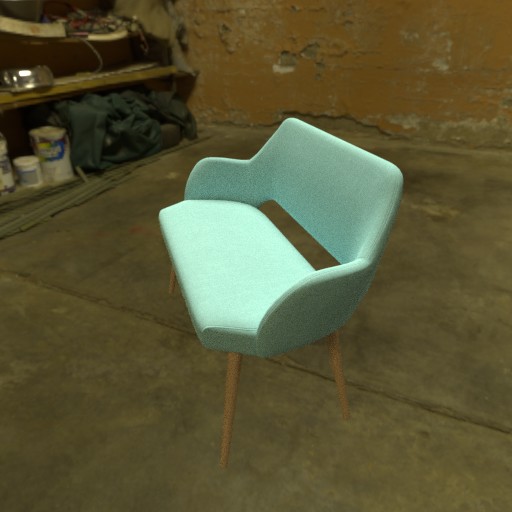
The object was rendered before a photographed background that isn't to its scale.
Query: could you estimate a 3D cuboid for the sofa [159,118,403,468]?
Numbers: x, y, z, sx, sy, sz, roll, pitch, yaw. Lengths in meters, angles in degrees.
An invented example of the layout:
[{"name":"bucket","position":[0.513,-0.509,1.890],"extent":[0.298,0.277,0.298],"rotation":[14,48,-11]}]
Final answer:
[{"name":"sofa","position":[0.000,0.000,1.647],"extent":[0.610,0.840,1.150],"rotation":[-9,29,-16]}]
